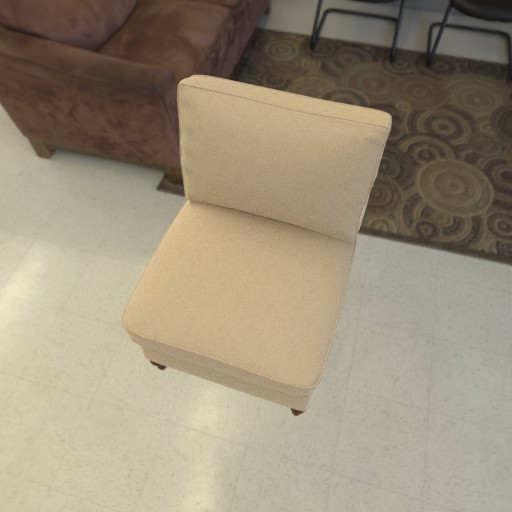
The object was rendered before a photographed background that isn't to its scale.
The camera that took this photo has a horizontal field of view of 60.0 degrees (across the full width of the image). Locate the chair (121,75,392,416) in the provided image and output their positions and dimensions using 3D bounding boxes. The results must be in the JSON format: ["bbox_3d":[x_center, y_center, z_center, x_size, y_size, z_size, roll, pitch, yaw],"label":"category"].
[{"bbox_3d":[0.000,0.000,1.699,0.724,1.052,0.912,16,58,10],"label":"chair"}]
